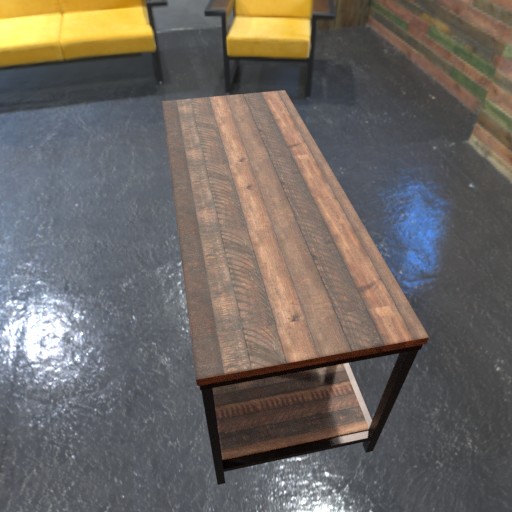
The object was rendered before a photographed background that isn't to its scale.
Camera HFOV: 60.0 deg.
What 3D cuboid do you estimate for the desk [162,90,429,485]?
[{"bbox_3d":[0.000,0.000,1.928,0.617,0.753,1.538,-8,45,-8],"label":"desk"}]
